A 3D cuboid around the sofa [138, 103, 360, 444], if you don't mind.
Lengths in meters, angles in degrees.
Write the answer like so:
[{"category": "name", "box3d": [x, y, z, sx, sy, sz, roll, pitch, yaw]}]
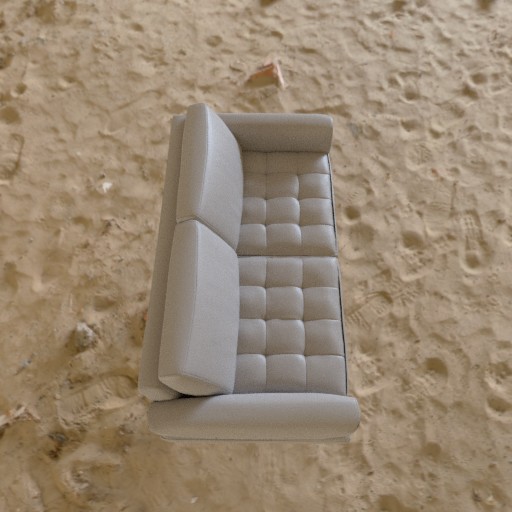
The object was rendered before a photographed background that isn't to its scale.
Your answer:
[{"category": "sofa", "box3d": [0.000, 0.000, 2.811, 1.121, 0.930, 2.177, 1, 63, 0]}]
